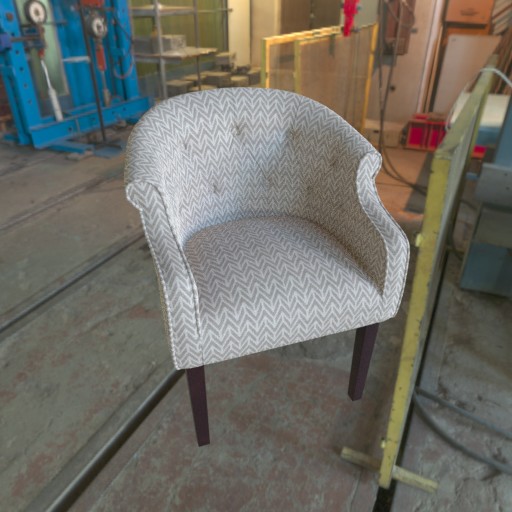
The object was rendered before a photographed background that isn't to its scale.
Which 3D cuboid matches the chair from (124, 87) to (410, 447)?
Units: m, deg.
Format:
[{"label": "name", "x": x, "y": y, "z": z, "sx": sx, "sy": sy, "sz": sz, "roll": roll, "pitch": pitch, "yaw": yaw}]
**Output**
[{"label": "chair", "x": 0.000, "y": 0.000, "z": 1.313, "sx": 0.686, "sy": 0.858, "sz": 0.613, "roll": -10, "pitch": 33, "yaw": -16}]
